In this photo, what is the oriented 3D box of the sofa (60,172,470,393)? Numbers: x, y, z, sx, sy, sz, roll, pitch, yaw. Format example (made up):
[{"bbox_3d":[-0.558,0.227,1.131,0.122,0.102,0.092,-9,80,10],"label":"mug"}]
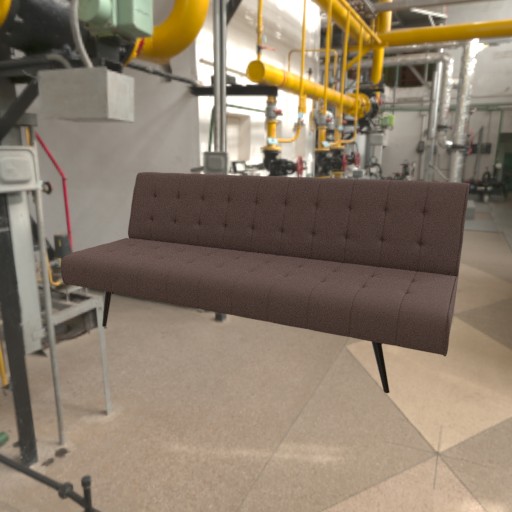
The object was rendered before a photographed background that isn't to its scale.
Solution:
[{"bbox_3d":[0.000,0.000,2.042,1.703,0.699,0.747,7,16,26],"label":"sofa"}]
